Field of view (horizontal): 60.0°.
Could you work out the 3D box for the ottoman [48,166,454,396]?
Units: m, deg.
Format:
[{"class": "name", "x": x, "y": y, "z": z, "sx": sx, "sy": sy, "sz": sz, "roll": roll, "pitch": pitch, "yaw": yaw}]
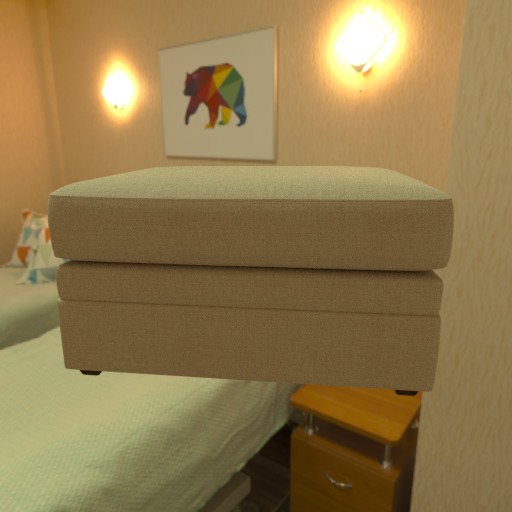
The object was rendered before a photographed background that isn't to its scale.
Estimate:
[{"class": "ottoman", "x": 0.000, "y": 0.000, "z": 1.233, "sx": 0.885, "sy": 0.478, "sz": 0.637, "roll": 2, "pitch": 15, "yaw": 7}]
